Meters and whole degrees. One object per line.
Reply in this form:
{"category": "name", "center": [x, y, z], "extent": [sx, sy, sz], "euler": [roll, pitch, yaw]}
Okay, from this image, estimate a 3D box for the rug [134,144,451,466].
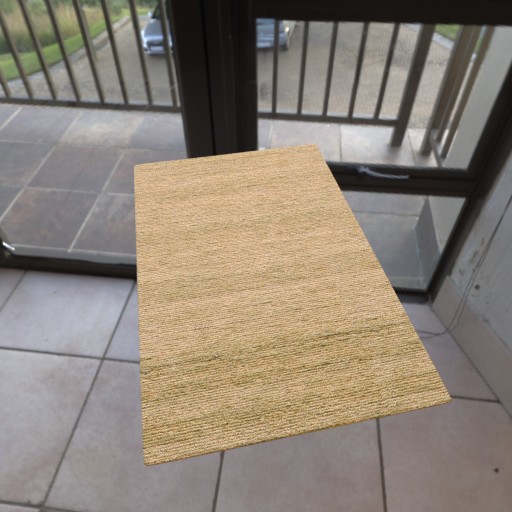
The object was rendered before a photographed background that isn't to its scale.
{"category": "rug", "center": [0.000, 0.000, 2.164], "extent": [1.143, 0.010, 1.758], "euler": [-9, 48, -8]}
